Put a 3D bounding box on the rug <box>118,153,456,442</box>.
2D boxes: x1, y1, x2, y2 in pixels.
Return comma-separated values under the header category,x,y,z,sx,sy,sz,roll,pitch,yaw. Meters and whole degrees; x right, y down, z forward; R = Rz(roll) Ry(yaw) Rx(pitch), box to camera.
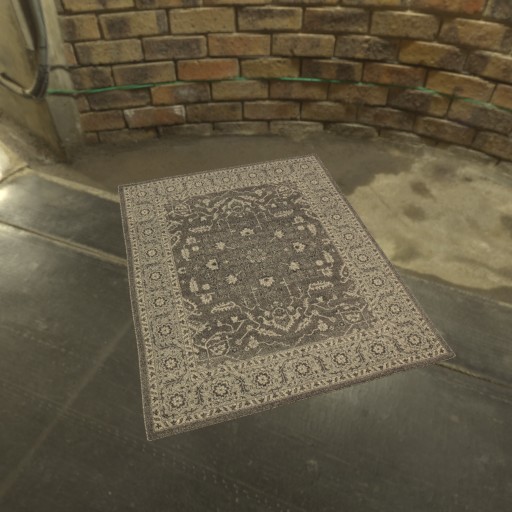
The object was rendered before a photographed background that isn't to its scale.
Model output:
category,x,y,z,sx,sy,sz,roll,pitch,yaw
rug,0.000,0.000,4.330,2.451,0.026,3.069,-12,47,-11
